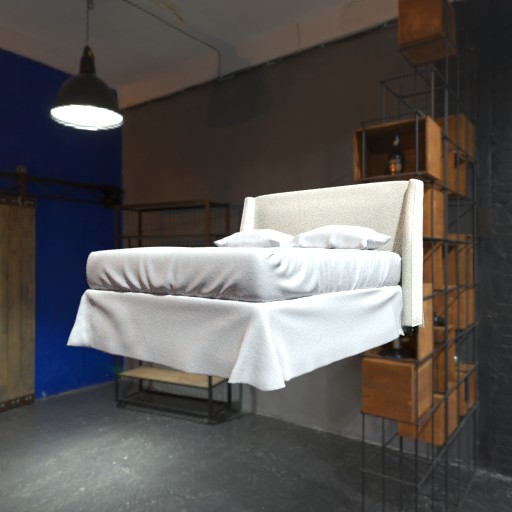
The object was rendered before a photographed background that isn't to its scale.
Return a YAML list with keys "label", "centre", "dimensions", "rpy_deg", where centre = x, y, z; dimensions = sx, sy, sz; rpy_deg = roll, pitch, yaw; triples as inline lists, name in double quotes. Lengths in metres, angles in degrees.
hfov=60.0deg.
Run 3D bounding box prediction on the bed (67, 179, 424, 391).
- label: "bed"
  centre: [0.000, 0.000, 3.534]
  dimensions: [1.925, 1.332, 2.276]
  rpy_deg: [0, 0, 39]
